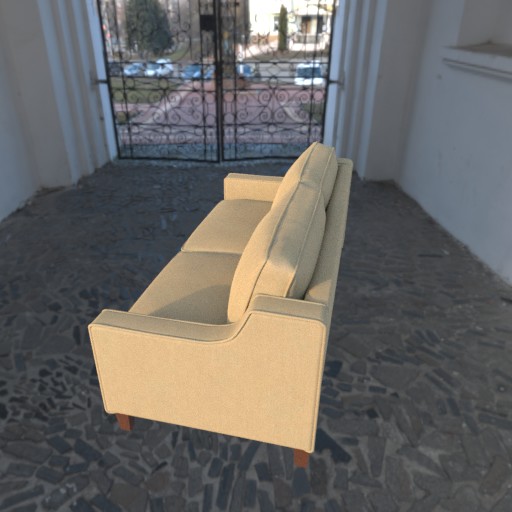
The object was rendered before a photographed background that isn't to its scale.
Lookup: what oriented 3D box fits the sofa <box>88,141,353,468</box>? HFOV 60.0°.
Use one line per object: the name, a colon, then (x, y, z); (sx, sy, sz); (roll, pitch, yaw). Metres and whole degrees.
sofa: (0.000, 0.000, 2.851); (1.066, 1.071, 2.178); (7, 29, 12)
